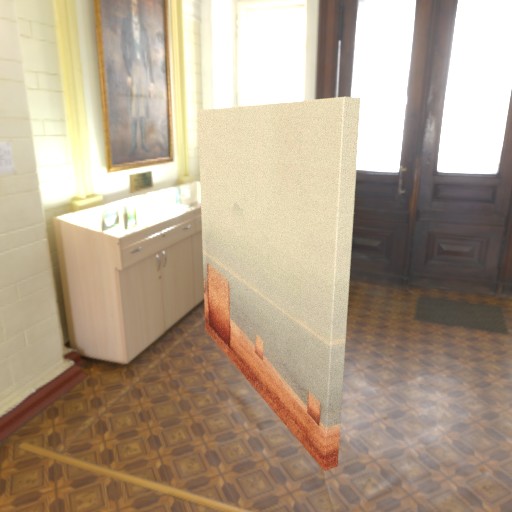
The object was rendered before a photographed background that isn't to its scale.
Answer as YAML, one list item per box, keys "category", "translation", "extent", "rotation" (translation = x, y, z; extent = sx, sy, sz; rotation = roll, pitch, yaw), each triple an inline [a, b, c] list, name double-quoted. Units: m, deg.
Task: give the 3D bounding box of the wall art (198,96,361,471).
- category: "wall art"
  translation: [0.000, 0.000, 0.630]
  extent: [0.023, 0.405, 0.405]
  rotation: [-8, 18, -25]
